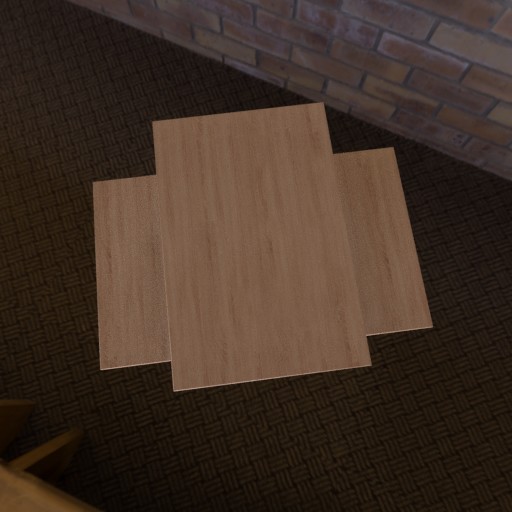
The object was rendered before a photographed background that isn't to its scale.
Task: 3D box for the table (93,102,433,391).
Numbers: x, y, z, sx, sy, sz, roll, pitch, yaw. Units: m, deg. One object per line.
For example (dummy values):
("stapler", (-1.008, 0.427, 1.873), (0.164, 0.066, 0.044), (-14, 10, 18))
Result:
("table", (0.000, 0.000, 2.091), (1.443, 0.700, 1.100), (-7, 76, -2))
